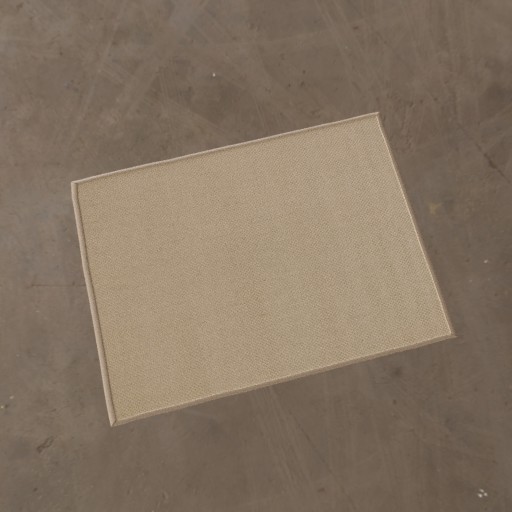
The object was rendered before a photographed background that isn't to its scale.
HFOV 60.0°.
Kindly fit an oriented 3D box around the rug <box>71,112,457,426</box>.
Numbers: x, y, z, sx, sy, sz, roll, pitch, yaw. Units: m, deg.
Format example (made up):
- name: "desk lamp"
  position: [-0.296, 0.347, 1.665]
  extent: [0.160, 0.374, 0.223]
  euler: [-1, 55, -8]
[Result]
- name: "rug"
  position: [0.000, 0.000, 2.719]
  extent: [2.081, 0.020, 1.525]
  euler: [-14, 77, -3]
